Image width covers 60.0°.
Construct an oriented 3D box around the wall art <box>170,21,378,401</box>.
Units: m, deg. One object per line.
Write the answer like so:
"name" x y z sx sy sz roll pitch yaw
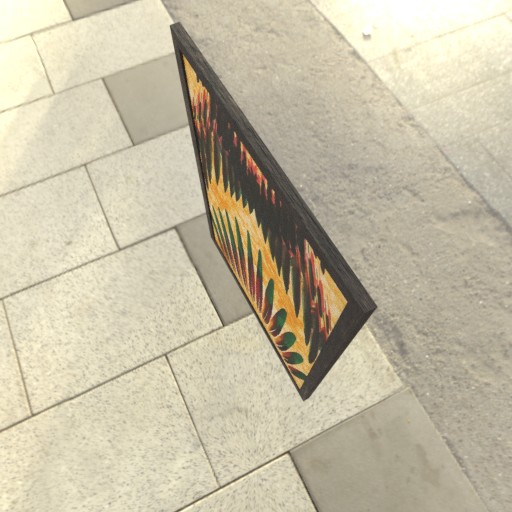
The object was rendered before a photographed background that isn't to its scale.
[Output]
"wall art" 0.000 0.000 1.379 0.029 1.066 0.812 -26 67 -12
